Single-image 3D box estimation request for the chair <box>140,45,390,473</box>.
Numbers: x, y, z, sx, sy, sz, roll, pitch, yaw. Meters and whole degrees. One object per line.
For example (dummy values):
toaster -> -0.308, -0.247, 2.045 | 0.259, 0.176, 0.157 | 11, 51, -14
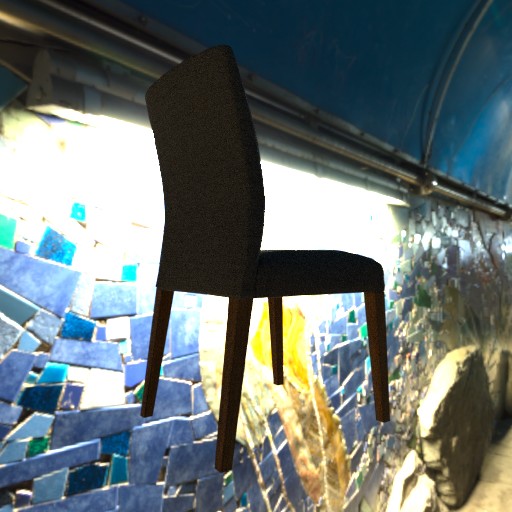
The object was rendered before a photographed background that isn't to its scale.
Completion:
chair -> 0.000, 0.000, 1.292 | 0.585, 0.940, 0.496 | 1, -1, -37
